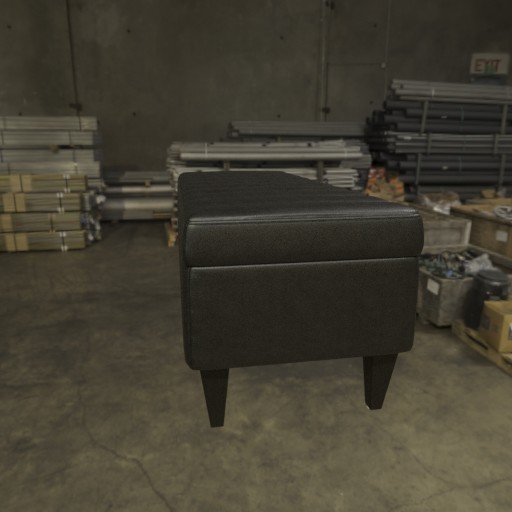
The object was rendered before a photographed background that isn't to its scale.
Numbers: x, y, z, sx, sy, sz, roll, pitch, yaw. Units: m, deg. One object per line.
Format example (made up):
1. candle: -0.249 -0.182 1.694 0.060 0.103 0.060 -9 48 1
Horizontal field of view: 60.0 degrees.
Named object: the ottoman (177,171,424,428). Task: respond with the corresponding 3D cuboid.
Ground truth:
1. ottoman: 0.000 0.000 1.410 0.482 0.469 1.151 -3 15 -10
